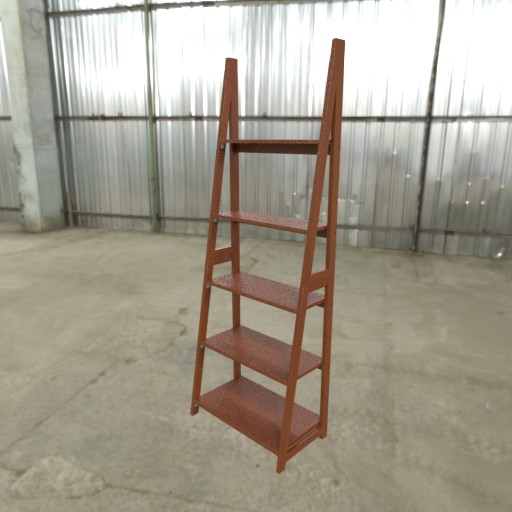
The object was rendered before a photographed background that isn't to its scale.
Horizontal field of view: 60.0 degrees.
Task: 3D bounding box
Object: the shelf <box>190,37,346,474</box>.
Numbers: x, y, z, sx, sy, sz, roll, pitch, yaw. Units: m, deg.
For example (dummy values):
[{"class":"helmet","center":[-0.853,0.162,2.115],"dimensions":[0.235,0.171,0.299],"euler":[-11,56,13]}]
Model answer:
[{"class":"shelf","center":[0.000,0.000,2.033],"dimensions":[0.630,1.780,0.356],"euler":[14,20,42]}]
